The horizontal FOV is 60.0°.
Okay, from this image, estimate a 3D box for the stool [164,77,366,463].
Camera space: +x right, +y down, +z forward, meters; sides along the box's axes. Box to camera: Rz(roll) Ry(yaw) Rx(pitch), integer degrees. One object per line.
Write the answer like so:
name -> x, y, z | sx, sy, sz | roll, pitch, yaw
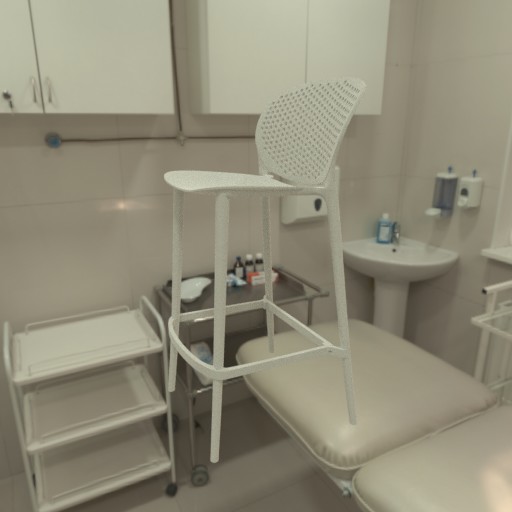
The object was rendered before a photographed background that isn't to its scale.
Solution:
stool -> 0.000, 0.000, 1.376 | 0.535, 1.045, 0.536 | -9, 20, -27
